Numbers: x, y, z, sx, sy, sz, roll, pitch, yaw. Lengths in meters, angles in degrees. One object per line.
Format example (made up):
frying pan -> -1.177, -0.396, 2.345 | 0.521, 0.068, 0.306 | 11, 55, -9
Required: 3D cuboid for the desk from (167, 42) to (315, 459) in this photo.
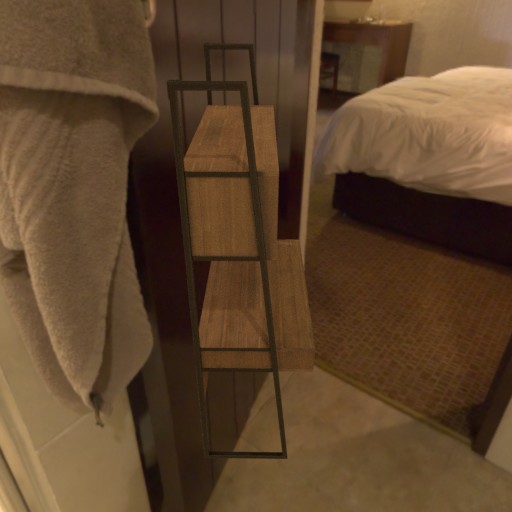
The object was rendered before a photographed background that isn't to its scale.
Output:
desk -> 0.000, 0.000, 2.190 | 0.515, 1.809, 0.982 | 0, 32, 1
